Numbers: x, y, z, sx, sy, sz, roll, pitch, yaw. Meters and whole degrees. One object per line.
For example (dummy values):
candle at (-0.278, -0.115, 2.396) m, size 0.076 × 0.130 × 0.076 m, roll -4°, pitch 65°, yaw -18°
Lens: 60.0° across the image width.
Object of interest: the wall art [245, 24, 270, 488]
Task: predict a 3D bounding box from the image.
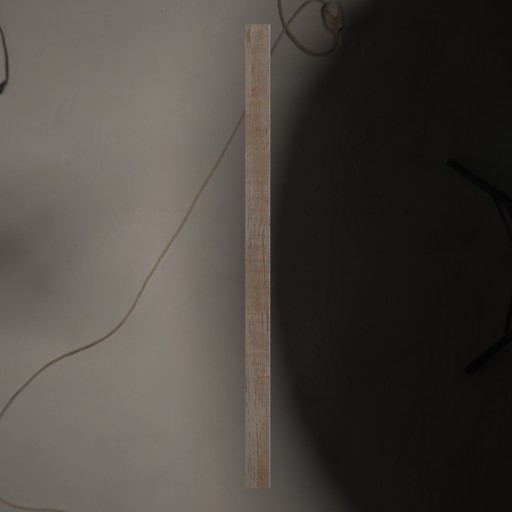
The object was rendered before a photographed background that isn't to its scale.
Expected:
wall art at (0.000, 0.000, 1.766) m, size 0.070 × 1.009 × 1.320 m, roll 0°, pitch 90°, yaw -1°
